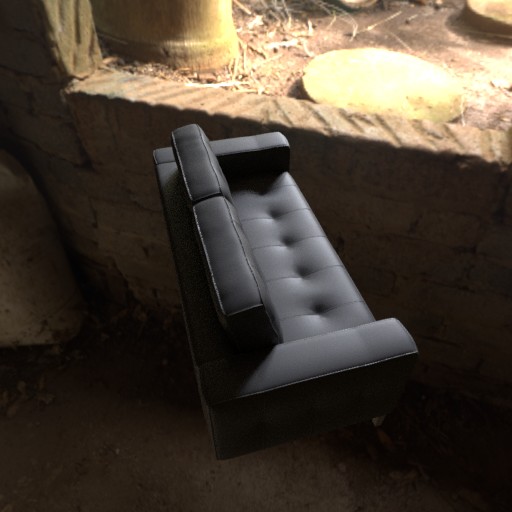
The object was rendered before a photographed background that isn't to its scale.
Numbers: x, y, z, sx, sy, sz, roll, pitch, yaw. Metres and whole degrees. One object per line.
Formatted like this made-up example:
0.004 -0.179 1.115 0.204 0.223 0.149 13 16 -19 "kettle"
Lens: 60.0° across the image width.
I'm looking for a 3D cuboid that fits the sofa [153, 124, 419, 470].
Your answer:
0.000 0.000 2.276 0.833 0.893 1.726 -11 46 -11 "sofa"
